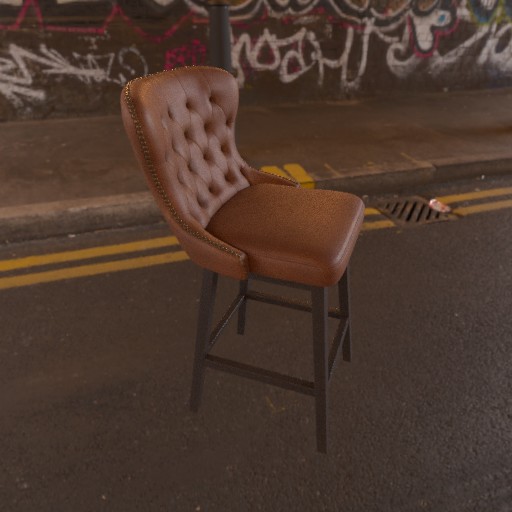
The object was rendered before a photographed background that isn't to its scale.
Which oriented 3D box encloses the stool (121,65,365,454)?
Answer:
[{"bbox_3d":[0.000,0.000,1.292,0.593,0.971,0.528,11,32,18],"label":"stool"}]
